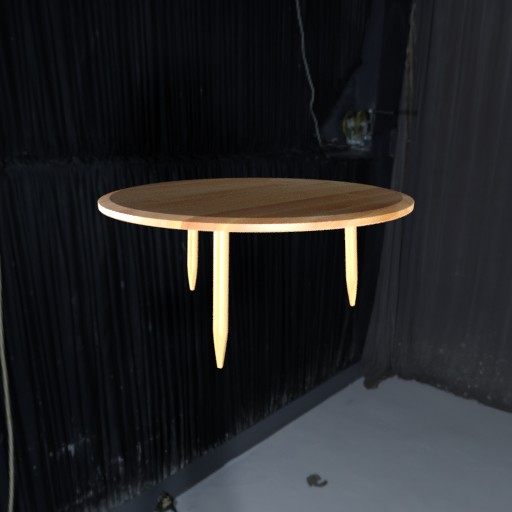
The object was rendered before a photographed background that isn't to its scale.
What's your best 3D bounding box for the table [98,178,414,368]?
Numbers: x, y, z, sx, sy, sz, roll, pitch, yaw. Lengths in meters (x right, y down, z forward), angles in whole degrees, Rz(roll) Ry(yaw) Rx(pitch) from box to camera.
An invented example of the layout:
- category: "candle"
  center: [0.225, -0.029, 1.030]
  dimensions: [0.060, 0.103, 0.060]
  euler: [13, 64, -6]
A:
- category: "table"
  center: [0.000, 0.000, 1.386]
  dimensions: [0.900, 0.400, 0.900]
  euler: [0, 16, 0]
